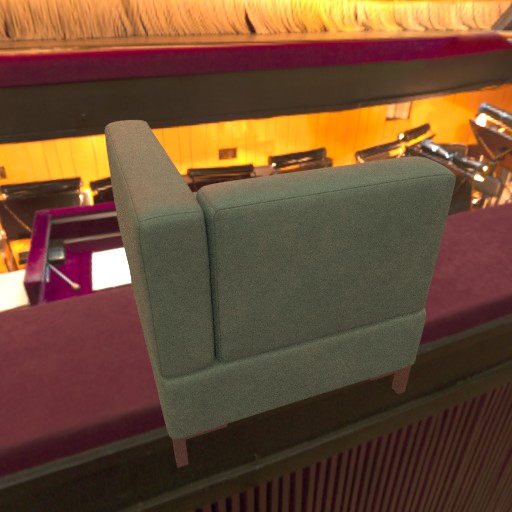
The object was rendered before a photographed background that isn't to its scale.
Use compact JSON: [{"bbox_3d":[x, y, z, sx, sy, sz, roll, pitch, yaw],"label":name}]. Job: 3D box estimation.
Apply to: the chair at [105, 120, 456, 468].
[{"bbox_3d":[0.000,0.000,1.221,0.680,0.660,0.680,-11,33,-18],"label":"chair"}]
